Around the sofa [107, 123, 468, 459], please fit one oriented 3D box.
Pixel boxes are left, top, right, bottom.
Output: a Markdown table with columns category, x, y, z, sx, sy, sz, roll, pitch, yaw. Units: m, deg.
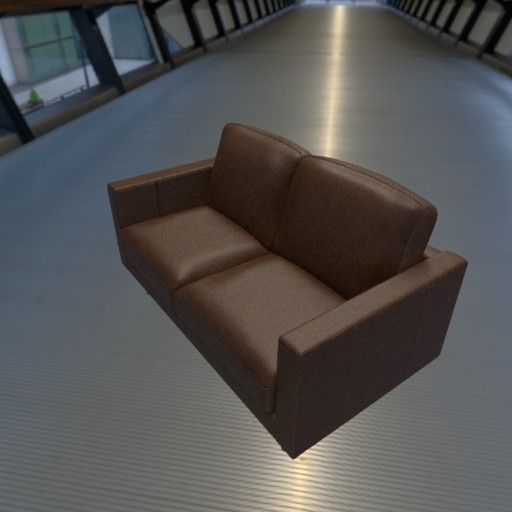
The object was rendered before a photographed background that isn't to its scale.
| category | x | y | z | sx | sy | sz | roll | pitch | yaw |
| --- | --- | --- | --- | --- | --- | --- | --- | --- | --- |
| sofa | 0.000 | 0.000 | 2.149 | 0.909 | 0.951 | 1.578 | -21 | 38 | -30 |
